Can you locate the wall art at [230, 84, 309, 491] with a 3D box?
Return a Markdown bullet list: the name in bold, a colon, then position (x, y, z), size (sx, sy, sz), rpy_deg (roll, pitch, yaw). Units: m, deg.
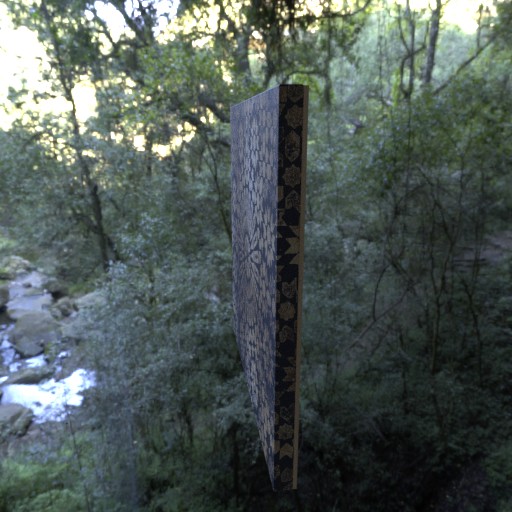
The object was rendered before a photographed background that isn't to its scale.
- **wall art**: position (0.000, 0.000, 0.918), size (0.038, 0.612, 0.612), rpy_deg (-2, 16, -8)
